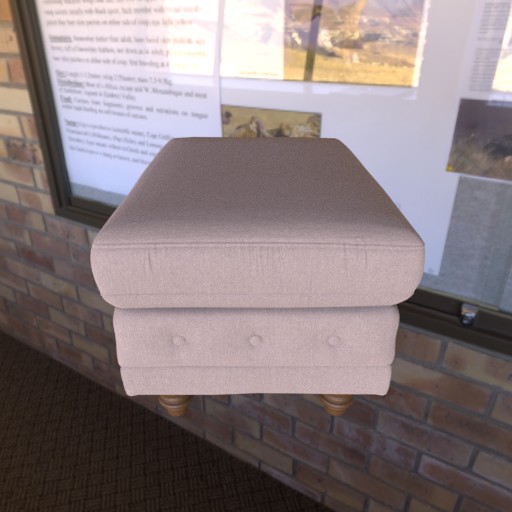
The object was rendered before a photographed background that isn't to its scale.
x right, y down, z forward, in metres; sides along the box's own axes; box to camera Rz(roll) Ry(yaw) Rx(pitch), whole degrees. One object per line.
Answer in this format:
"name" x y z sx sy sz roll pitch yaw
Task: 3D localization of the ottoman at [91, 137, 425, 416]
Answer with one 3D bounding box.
"ottoman" 0.000 0.000 1.142 0.569 0.500 0.771 0 27 0
